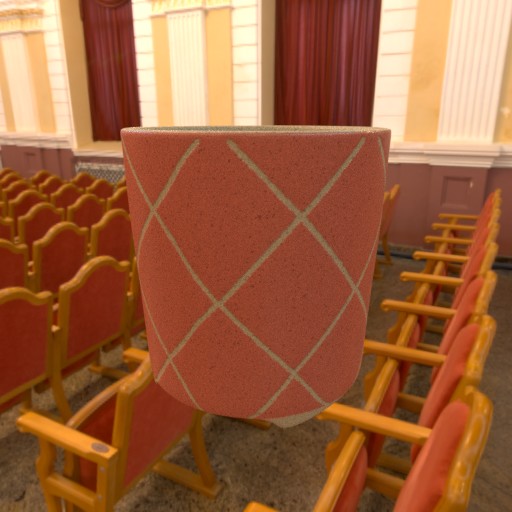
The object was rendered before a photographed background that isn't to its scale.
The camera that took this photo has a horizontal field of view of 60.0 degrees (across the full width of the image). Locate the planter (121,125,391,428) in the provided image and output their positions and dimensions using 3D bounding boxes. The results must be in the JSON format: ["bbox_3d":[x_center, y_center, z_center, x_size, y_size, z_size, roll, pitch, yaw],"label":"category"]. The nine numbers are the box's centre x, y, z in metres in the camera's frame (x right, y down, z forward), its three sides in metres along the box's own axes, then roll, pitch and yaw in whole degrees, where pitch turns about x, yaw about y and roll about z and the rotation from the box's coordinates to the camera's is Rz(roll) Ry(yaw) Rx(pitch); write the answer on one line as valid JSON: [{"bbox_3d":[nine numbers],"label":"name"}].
[{"bbox_3d":[0.000,0.000,0.421,0.227,0.235,0.227,0,17,0],"label":"planter"}]
